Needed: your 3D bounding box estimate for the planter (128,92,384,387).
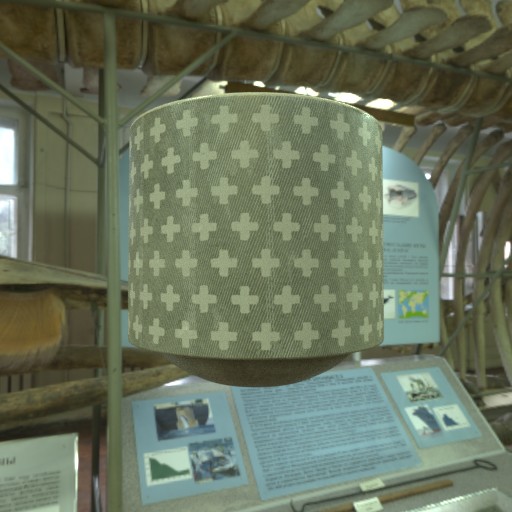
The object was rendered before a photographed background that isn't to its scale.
[{"bbox_3d":[0.000,0.000,0.344,0.190,0.181,0.190,0,-2,0],"label":"planter"}]
